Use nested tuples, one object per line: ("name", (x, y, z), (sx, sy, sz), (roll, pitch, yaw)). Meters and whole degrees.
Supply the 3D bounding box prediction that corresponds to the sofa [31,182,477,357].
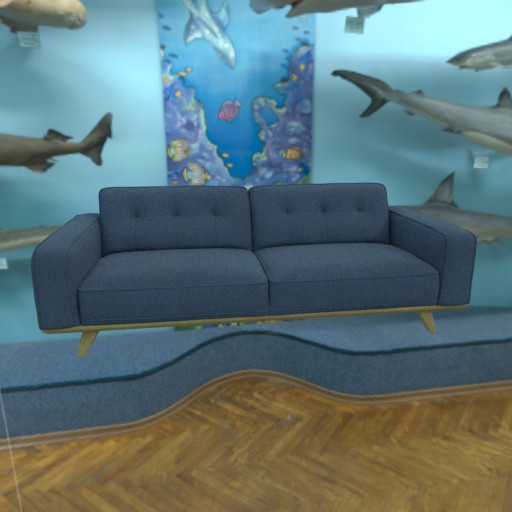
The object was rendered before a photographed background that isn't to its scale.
("sofa", (0.000, 0.000, 2.669), (2.270, 0.782, 0.953), (-2, 16, -8))
